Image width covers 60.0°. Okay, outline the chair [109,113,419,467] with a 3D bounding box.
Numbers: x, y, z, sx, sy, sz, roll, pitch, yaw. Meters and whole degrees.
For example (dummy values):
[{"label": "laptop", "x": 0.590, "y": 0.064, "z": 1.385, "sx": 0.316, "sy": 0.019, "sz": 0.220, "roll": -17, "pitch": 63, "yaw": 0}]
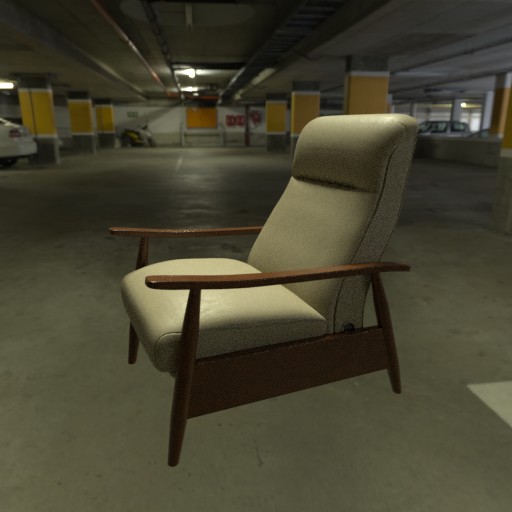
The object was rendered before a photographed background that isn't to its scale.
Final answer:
[{"label": "chair", "x": 0.000, "y": 0.000, "z": 1.766, "sx": 1.014, "sy": 1.082, "sz": 0.762, "roll": -8, "pitch": 18, "yaw": -24}]
